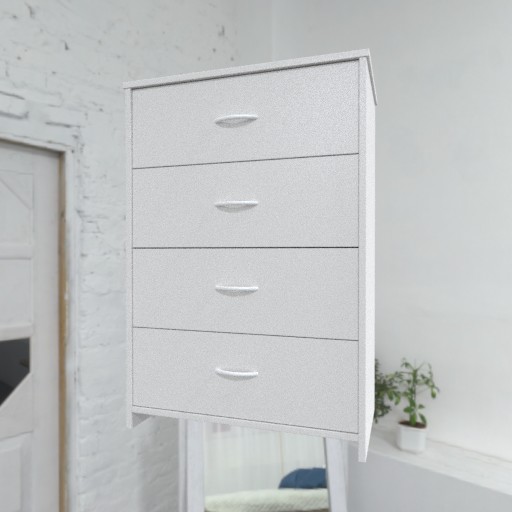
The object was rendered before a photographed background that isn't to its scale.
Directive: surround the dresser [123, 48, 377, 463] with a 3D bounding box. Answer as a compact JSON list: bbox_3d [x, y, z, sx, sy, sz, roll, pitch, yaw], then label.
[{"bbox_3d":[0.000,0.000,1.375,0.704,1.021,0.401,0,1,18],"label":"dresser"}]
